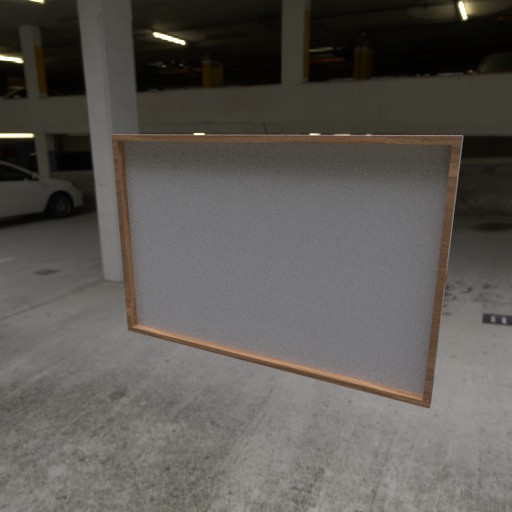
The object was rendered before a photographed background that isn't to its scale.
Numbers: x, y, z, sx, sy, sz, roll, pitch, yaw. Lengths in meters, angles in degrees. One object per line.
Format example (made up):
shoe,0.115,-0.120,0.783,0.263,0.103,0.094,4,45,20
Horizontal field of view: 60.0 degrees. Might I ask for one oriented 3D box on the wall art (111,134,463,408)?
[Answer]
wall art,0.000,0.000,0.762,0.604,0.402,0.018,8,17,26
